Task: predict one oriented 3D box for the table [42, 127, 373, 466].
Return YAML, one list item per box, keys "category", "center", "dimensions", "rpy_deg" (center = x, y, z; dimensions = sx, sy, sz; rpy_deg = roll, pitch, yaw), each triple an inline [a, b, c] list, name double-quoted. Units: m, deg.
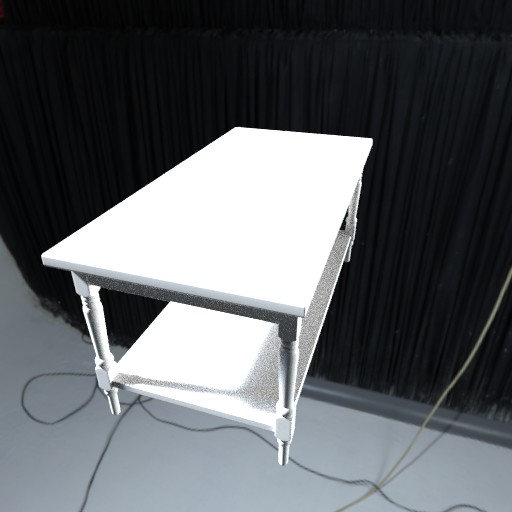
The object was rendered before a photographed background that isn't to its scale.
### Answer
- category: "table"
  center: [0.000, 0.000, 1.405]
  dimensions: [0.550, 0.510, 1.107]
  rpy_deg: [10, 31, 16]
